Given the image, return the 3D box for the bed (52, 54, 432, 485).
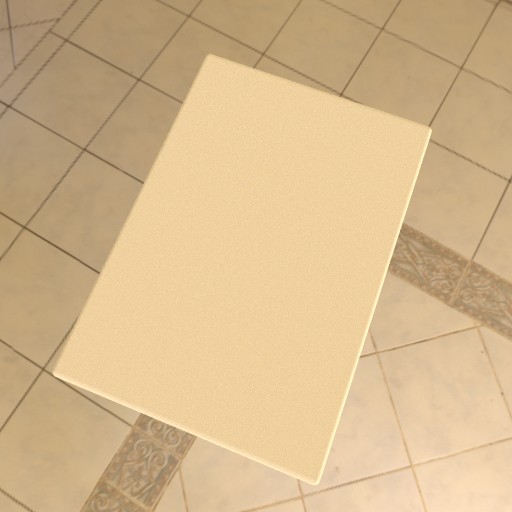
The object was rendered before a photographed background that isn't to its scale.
[{"bbox_3d":[0.000,0.000,2.539,1.348,0.616,1.927,21,76,5],"label":"bed"}]
